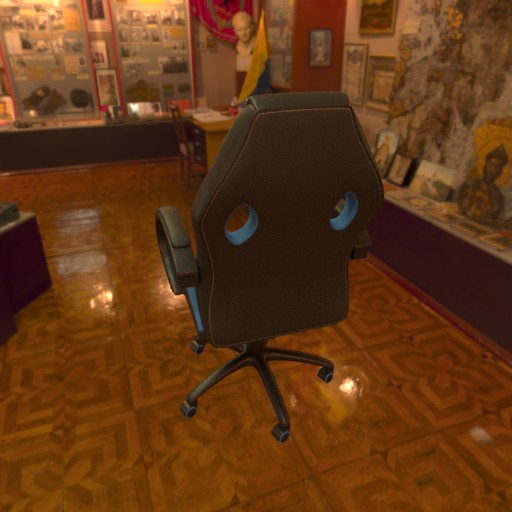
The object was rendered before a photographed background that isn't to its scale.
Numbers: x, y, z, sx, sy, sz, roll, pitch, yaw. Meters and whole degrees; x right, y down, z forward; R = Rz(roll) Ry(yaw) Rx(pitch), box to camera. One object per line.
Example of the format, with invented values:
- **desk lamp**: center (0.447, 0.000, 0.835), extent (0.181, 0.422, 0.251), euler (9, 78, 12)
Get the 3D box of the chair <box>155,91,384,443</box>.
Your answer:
- **chair**: center (0.000, 0.000, 1.612), extent (0.673, 1.187, 0.724), euler (-9, 28, -17)
